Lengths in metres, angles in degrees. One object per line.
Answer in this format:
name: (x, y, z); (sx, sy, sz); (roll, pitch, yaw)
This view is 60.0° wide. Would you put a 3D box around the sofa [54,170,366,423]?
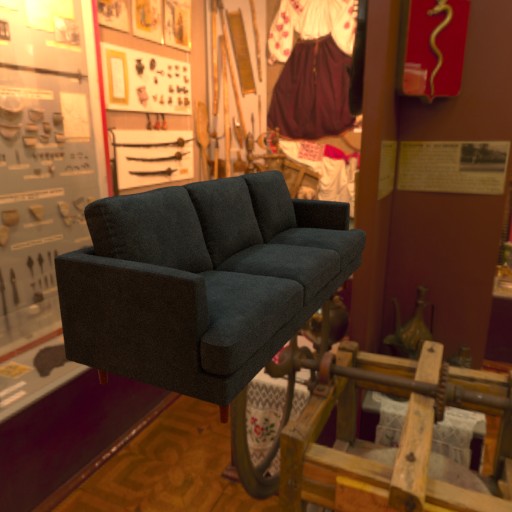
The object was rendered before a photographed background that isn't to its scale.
sofa: (0.000, 0.000, 2.768); (0.903, 0.930, 2.246); (7, 17, 25)
